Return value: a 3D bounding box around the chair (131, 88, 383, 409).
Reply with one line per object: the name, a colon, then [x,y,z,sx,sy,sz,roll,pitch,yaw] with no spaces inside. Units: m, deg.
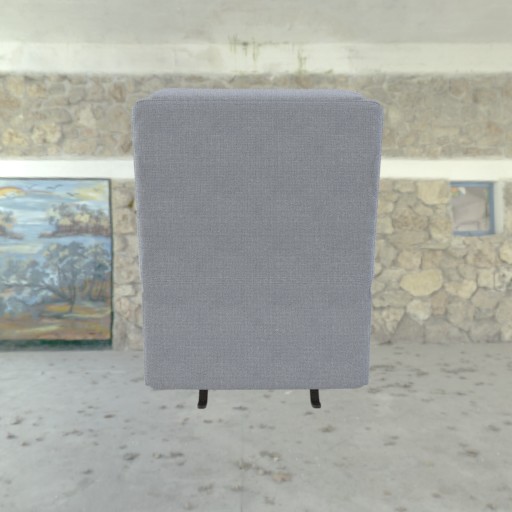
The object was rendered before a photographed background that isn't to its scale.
chair: [0.000,0.000,1.786,0.838,1.054,1.014,0,-1,-1]
